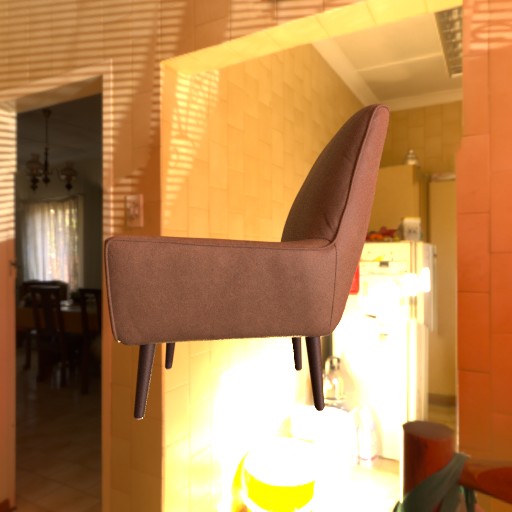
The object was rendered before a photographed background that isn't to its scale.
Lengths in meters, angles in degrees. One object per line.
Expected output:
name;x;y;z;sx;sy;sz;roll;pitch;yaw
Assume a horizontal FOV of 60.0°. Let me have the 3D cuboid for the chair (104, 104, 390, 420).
chair;0.000;0.000;1.486;0.824;0.888;0.787;0;0;-2
